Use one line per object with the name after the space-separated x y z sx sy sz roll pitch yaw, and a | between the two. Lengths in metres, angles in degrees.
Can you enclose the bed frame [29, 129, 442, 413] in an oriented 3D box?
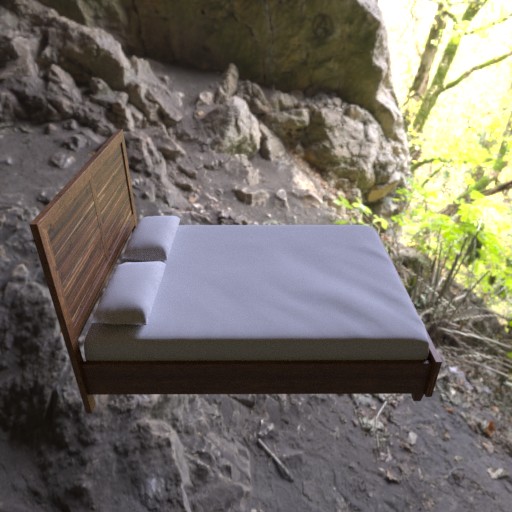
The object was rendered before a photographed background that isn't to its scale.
0.000 0.000 3.306 2.276 1.417 1.696 0 32 0 | bed frame
